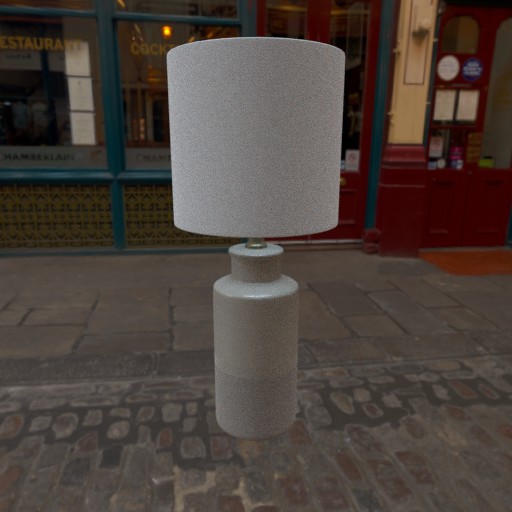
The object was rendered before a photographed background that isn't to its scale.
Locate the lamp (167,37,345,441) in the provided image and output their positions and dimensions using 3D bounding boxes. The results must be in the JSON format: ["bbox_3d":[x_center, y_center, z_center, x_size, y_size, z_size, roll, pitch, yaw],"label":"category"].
[{"bbox_3d":[0.000,0.000,0.595,0.212,0.493,0.212,-2,14,-9],"label":"lamp"}]
